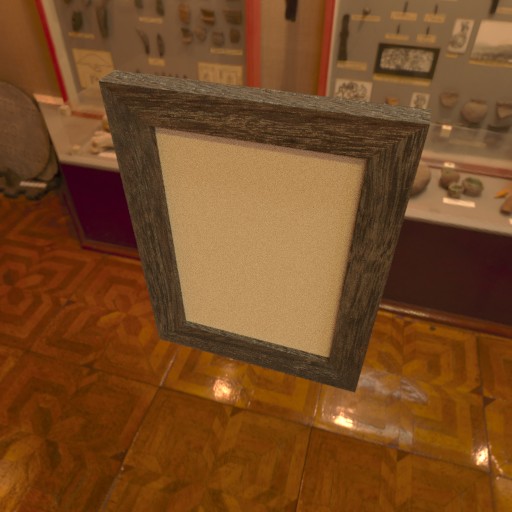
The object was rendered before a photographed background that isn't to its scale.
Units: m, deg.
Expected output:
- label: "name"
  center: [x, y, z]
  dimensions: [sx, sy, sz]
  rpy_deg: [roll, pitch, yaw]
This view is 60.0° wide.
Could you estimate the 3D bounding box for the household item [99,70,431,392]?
- label: "household item"
  center: [0.000, 0.000, 0.282]
  dimensions: [0.160, 0.210, 0.020]
  rpy_deg: [12, 43, 13]
